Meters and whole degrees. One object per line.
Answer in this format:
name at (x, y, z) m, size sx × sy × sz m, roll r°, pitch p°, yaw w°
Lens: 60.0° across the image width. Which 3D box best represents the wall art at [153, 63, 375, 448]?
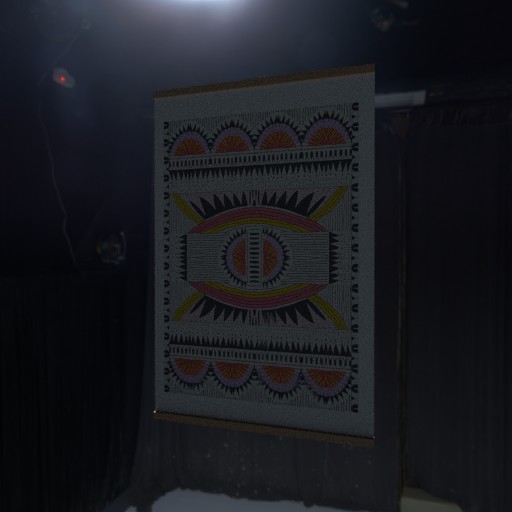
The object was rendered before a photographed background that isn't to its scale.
wall art at (0.000, 0.000, 1.934) m, size 0.999 × 1.533 × 0.028 m, roll 0°, pitch 1°, yaw 18°
